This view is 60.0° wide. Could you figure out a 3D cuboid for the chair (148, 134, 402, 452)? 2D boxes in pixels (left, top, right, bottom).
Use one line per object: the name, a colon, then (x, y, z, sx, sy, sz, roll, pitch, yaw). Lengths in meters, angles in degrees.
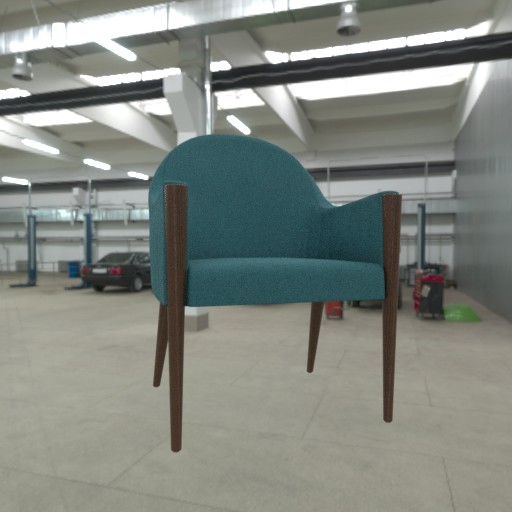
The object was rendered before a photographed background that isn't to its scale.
chair: (0.000, 0.000, 1.396, 0.656, 0.907, 0.652, 0, 1, -18)
